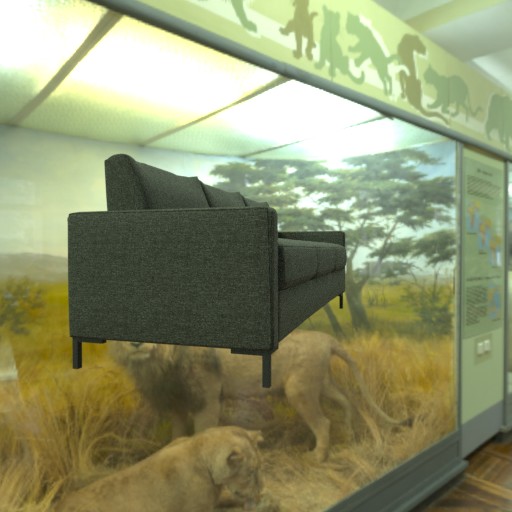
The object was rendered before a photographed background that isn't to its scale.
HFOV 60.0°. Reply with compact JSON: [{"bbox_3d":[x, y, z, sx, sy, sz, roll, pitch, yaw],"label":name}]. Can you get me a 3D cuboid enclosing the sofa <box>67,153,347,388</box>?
[{"bbox_3d":[0.000,0.000,2.680,0.876,0.879,2.253,0,1,18],"label":"sofa"}]
